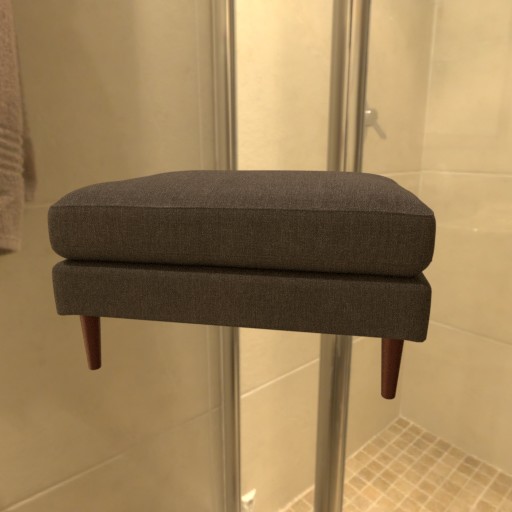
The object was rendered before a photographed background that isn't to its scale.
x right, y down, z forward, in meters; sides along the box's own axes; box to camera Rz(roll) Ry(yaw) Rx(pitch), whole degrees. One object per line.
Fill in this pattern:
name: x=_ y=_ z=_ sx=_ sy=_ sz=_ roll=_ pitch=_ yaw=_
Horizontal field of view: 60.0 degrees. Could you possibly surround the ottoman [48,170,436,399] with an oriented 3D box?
ottoman: x=0.000 y=0.000 z=1.248 sx=0.821 sy=0.474 sz=0.693 roll=3 pitch=14 yaw=10
